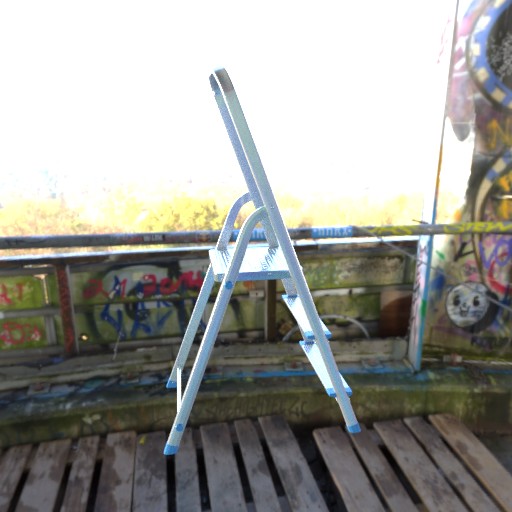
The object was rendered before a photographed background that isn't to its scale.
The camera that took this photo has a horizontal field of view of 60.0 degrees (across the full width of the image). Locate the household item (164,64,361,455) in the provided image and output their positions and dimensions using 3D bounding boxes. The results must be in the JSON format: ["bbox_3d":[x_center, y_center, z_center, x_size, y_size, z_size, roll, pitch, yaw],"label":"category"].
[{"bbox_3d":[0.000,0.000,1.545,0.687,1.215,0.420,-3,16,-9],"label":"household item"}]
